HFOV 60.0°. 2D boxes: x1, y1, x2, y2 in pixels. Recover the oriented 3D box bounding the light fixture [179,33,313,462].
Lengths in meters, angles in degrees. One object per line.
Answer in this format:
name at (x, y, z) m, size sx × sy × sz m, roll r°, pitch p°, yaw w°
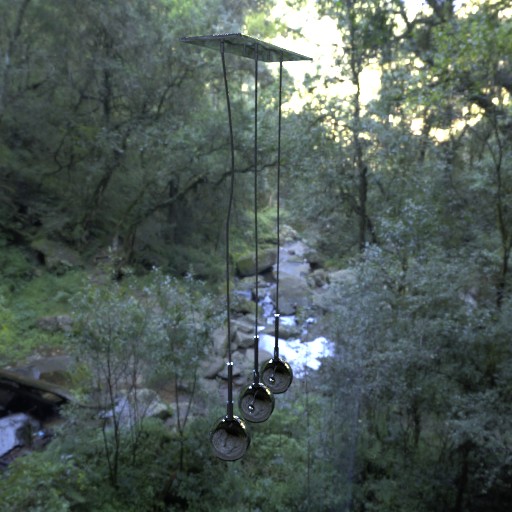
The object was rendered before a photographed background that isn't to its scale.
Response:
light fixture at (0.000, 0.000, 1.654) m, size 0.188 × 1.408 × 0.623 m, roll 8°, pitch 20°, yaw 23°
